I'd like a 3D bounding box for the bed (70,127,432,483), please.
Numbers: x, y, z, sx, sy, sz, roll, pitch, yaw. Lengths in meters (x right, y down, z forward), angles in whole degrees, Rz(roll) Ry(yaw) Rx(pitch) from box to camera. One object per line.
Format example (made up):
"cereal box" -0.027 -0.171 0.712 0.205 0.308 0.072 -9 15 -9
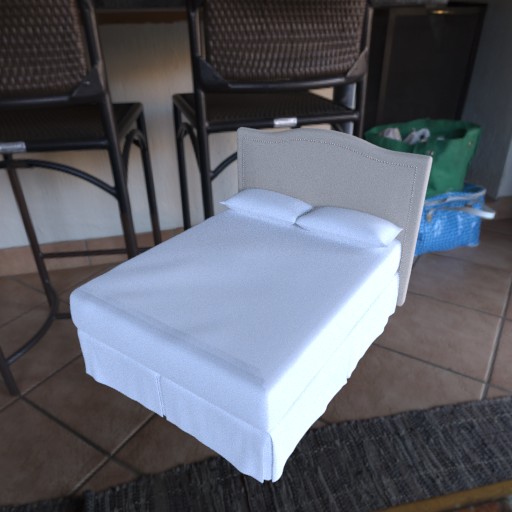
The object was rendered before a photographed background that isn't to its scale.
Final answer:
"bed" 0.000 0.000 3.114 1.678 1.398 2.052 18 33 30
